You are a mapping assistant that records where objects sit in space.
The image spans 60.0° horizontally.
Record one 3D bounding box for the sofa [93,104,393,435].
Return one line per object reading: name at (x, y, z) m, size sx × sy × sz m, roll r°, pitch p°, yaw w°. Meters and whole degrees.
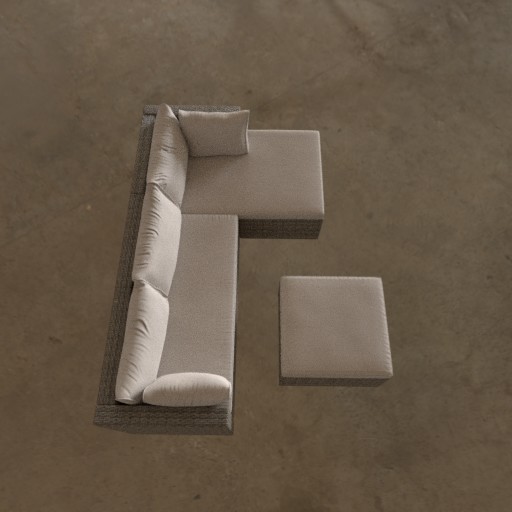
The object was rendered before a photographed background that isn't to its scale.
sofa at (0.000, 0.000, 2.969) m, size 1.662 × 0.766 × 2.192 m, roll 1°, pitch 64°, yaw 0°
